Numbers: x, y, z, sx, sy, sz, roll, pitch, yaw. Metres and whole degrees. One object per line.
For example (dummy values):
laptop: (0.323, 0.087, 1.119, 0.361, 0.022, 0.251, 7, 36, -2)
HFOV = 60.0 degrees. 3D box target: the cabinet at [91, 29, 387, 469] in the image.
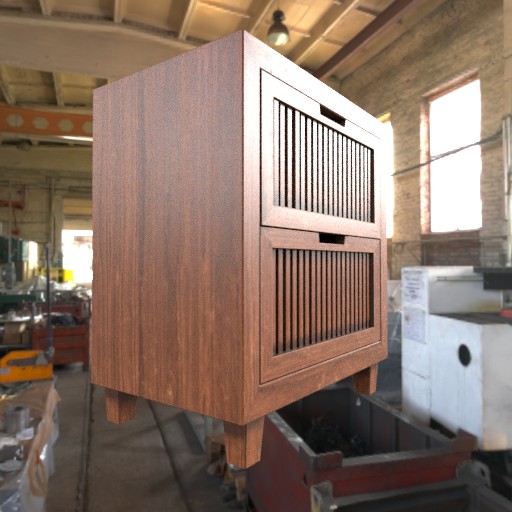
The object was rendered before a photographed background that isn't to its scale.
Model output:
cabinet: (0.000, 0.000, 1.045, 0.410, 0.695, 0.607, -1, -1, 37)
